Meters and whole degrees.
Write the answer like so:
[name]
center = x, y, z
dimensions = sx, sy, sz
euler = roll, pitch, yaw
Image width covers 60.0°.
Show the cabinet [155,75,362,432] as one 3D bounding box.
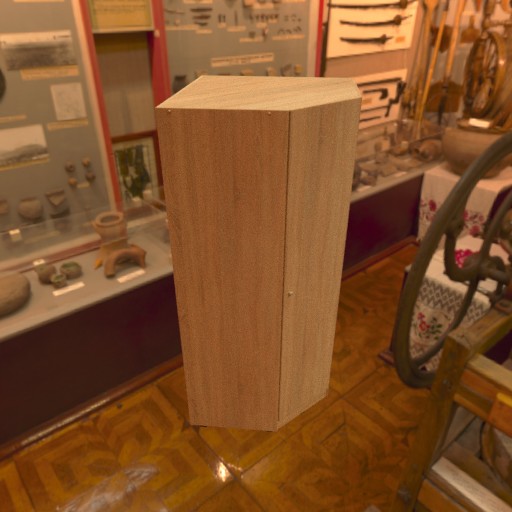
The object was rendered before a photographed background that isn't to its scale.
[cabinet]
center = 0.000, 0.000, 2.943
dimensions = 1.327, 2.120, 1.094
euler = -22, 37, -32
